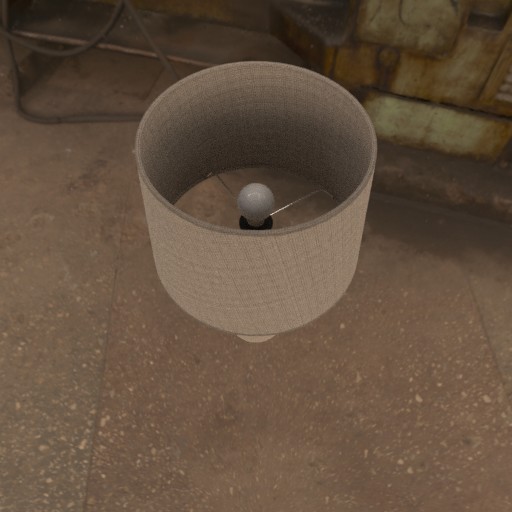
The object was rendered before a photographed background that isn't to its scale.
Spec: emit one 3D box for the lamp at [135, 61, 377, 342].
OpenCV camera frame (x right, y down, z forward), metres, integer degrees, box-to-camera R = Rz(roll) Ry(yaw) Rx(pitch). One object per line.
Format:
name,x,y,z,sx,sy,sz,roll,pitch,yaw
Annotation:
lamp,0.000,0.000,0.847,0.367,0.609,0.367,0,58,0
